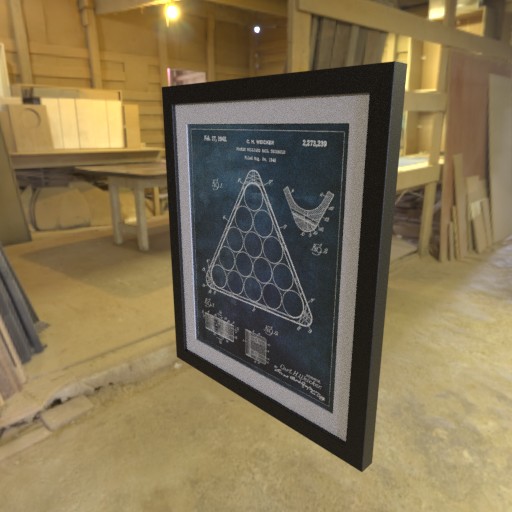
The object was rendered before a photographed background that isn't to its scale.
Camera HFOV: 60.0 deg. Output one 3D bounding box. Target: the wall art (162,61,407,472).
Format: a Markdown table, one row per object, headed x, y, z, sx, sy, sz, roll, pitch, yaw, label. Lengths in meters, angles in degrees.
| x | y | z | sx | sy | sz | roll | pitch | yaw | label |
| --- | --- | --- | --- | --- | --- | --- | --- | --- | --- |
| 0.000 | 0.000 | 0.679 | 0.025 | 0.508 | 0.432 | -15 | 22 | -42 | wall art |
